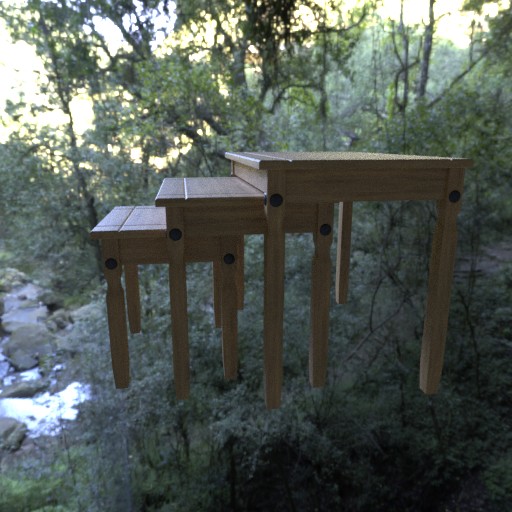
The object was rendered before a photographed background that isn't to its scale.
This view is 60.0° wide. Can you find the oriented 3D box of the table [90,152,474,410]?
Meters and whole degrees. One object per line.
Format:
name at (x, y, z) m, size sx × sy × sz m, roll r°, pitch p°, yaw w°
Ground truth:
table at (0.000, 0.000, 1.204) m, size 0.773 × 0.535 × 0.660 m, roll -2°, pitch 15°, yaw -9°
